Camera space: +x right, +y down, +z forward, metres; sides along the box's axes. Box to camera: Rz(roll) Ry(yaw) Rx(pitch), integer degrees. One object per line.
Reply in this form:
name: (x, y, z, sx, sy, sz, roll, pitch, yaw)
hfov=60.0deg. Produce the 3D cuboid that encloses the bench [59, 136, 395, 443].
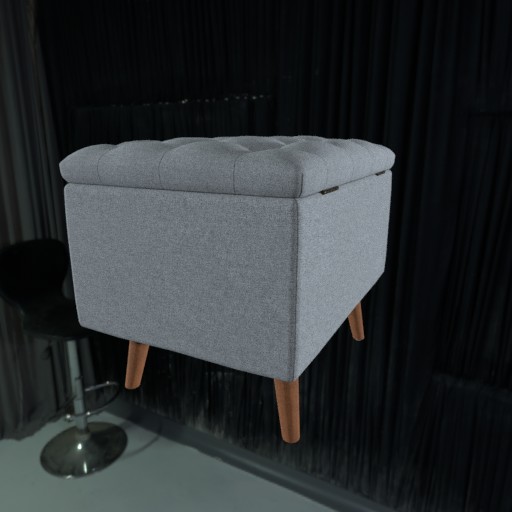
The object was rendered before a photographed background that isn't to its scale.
bench: (0.000, 0.000, 0.897, 0.417, 0.469, 0.572, 8, 17, 26)
